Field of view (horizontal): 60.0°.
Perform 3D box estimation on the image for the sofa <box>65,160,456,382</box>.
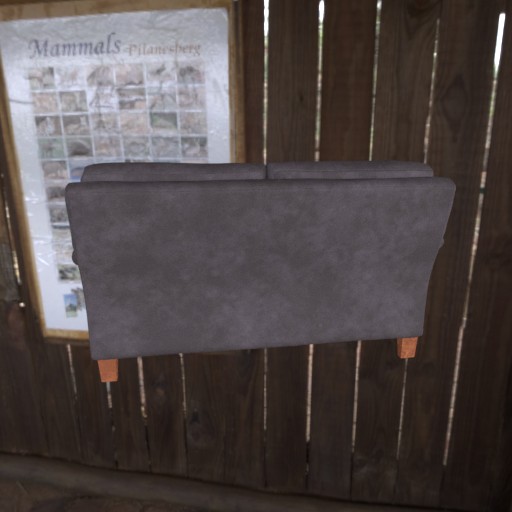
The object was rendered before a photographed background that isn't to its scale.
[{"bbox_3d":[0.000,0.000,2.580,1.853,1.101,1.084,-2,15,-9],"label":"sofa"}]
